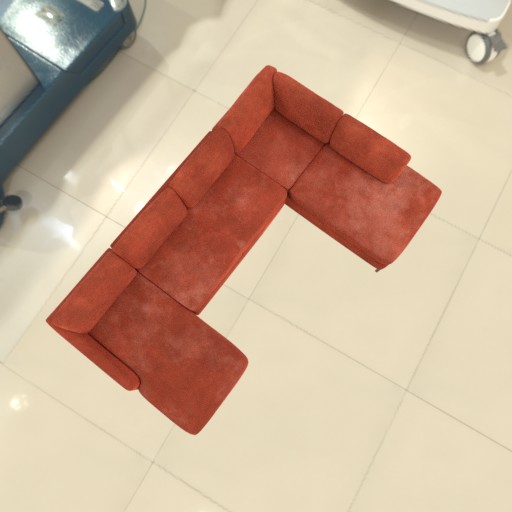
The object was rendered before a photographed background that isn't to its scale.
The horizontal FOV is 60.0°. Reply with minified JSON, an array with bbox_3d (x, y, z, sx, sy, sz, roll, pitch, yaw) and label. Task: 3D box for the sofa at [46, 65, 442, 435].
[{"bbox_3d":[0.000,0.000,3.817,1.981,0.858,2.971,36,79,9],"label":"sofa"}]
